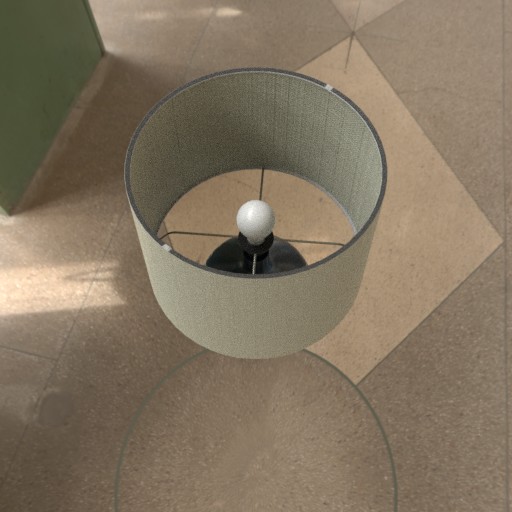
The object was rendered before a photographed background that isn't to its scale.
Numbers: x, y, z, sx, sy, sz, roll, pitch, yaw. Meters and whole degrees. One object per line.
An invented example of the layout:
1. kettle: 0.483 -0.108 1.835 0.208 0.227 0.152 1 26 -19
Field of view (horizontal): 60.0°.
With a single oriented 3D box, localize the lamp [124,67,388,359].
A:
1. lamp: 0.000 0.000 0.792 0.376 0.540 0.376 0 64 0
